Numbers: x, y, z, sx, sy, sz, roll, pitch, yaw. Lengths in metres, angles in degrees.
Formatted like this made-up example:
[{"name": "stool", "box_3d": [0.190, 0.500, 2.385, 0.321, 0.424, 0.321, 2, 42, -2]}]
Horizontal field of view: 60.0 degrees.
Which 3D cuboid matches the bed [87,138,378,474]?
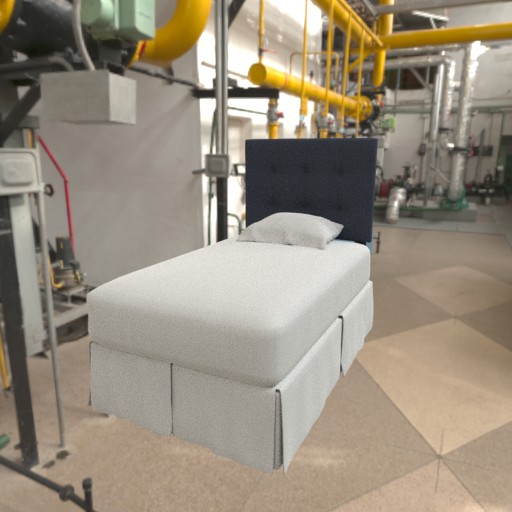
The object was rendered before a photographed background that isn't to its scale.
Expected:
[{"name": "bed", "box_3d": [0.000, 0.000, 2.990, 1.261, 1.571, 1.997, 7, 15, 26]}]
